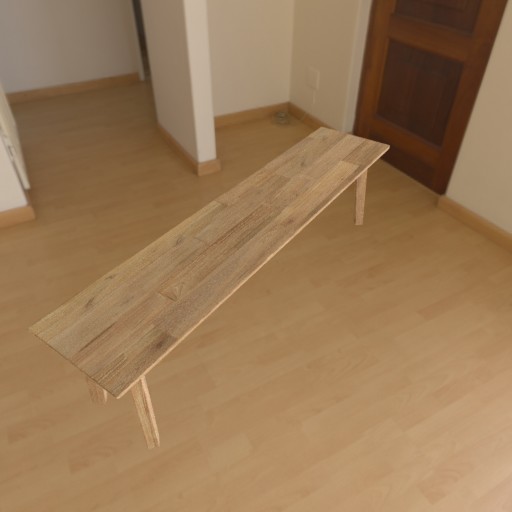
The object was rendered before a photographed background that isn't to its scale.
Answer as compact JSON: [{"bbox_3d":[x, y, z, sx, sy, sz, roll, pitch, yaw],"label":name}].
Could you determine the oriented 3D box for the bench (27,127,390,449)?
[{"bbox_3d":[0.000,0.000,1.836,0.378,0.431,1.698,25,46,27],"label":"bench"}]
